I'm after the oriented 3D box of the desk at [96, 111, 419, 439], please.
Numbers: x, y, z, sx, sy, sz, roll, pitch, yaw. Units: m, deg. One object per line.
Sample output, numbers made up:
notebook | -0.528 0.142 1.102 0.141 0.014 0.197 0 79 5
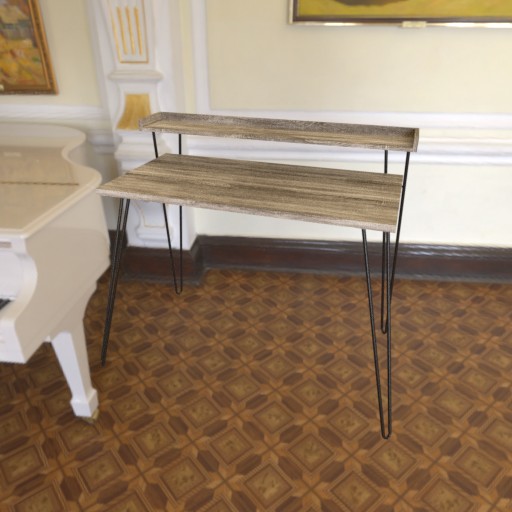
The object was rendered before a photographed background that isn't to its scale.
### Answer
desk | 0.000 0.000 1.664 1.135 0.899 0.605 9 29 16
